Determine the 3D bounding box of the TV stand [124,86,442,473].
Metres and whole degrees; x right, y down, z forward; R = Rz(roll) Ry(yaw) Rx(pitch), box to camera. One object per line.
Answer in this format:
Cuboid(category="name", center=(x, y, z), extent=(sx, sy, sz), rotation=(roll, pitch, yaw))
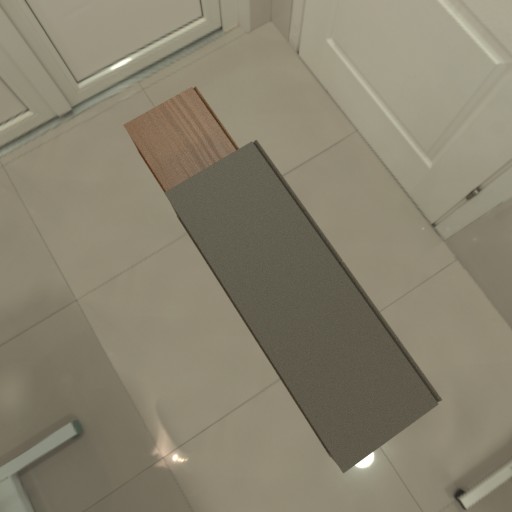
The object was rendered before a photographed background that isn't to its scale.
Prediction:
Cuboid(category="TV stand", center=(0.000, 0.000, 1.583), extent=(0.329, 0.591, 1.336), rotation=(-32, 78, -8))
